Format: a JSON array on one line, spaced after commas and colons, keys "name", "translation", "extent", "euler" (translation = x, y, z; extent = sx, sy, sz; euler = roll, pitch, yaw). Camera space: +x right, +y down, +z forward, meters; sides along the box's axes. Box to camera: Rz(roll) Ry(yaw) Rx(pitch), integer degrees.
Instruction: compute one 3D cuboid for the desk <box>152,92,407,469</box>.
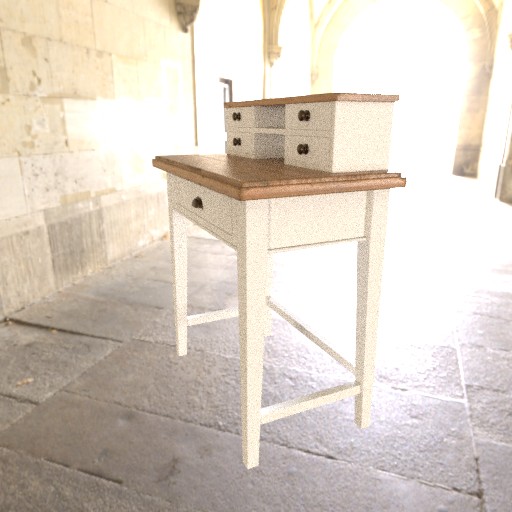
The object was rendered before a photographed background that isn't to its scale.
[{"name": "desk", "translation": [0.000, 0.000, 1.462], "extent": [0.462, 0.981, 0.814], "euler": [-8, 19, -24]}]
